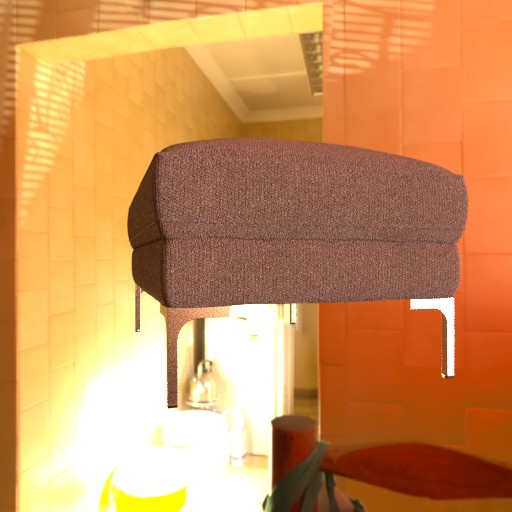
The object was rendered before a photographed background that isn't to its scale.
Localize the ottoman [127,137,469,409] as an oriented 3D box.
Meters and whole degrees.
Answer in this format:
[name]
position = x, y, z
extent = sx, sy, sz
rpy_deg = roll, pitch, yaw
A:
[ottoman]
position = 0.000, 0.000, 1.106
extent = 0.583, 0.464, 0.785
rpy_deg = 0, 0, -19
